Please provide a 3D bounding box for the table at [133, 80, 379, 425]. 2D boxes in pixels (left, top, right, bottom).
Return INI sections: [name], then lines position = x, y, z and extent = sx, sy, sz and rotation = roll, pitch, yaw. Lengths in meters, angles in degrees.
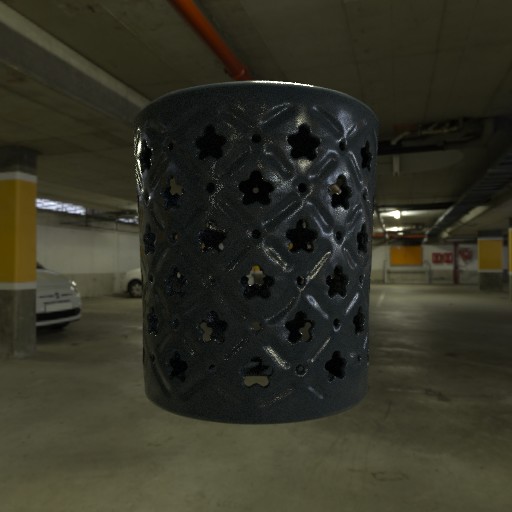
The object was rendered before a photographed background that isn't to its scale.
[table]
position = 0.000, 0.000, 0.653
extent = 0.352, 0.387, 0.352
rotation = 0, -1, 0
